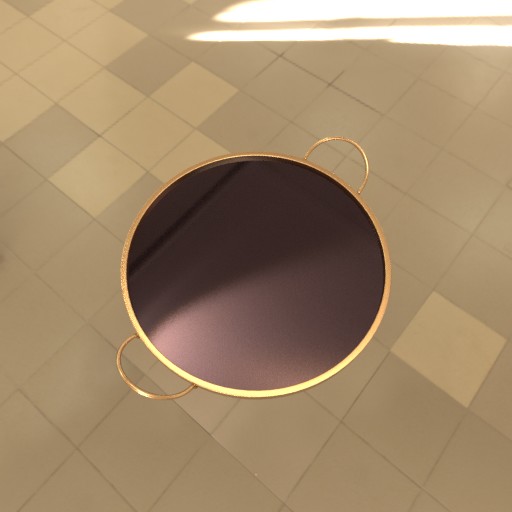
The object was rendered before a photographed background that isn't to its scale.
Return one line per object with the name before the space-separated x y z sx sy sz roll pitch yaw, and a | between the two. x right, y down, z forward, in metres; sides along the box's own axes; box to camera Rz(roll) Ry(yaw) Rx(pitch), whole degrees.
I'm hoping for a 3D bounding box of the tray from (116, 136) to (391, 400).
tray | 0.000 0.000 0.717 0.438 0.069 0.543 36 69 16
